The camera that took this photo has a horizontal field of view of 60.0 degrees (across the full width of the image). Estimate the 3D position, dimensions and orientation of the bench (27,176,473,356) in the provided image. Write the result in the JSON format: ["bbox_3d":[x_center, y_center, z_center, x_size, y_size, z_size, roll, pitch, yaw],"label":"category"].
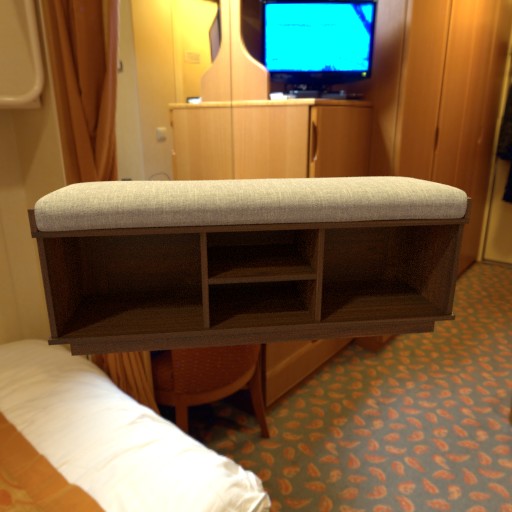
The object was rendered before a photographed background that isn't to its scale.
[{"bbox_3d":[0.000,0.000,1.399,1.196,0.468,0.367,-2,18,-7],"label":"bench"}]
